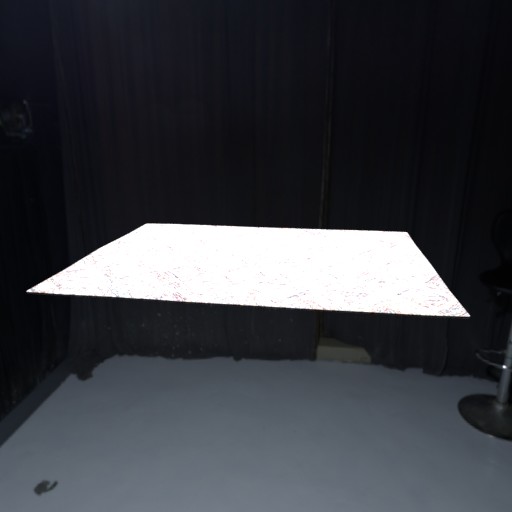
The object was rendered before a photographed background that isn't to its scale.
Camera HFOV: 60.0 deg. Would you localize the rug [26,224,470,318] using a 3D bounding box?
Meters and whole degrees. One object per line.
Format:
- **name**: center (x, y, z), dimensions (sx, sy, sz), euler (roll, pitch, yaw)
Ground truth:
- **rug**: center (0.000, 0.000, 4.286), dimensions (3.226, 0.024, 2.436), euler (2, 17, 8)
